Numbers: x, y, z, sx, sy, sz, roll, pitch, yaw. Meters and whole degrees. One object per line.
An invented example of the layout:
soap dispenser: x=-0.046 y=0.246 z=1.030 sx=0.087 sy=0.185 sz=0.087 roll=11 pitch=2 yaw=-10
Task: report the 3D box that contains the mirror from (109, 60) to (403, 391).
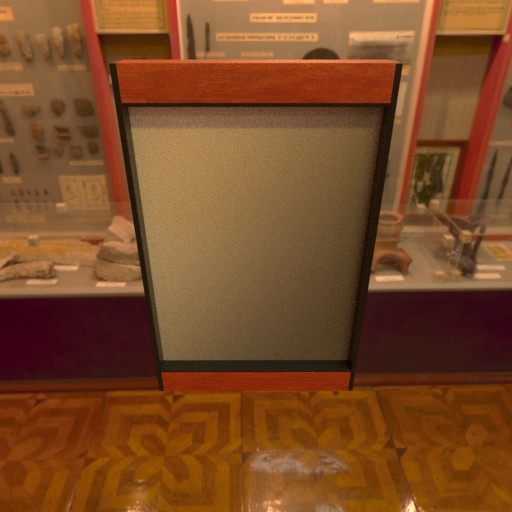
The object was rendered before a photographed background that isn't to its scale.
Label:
mirror: x=0.000 y=0.000 z=1.017 sx=0.525 sy=0.823 sz=0.047 roll=0 pitch=30 yaw=0
